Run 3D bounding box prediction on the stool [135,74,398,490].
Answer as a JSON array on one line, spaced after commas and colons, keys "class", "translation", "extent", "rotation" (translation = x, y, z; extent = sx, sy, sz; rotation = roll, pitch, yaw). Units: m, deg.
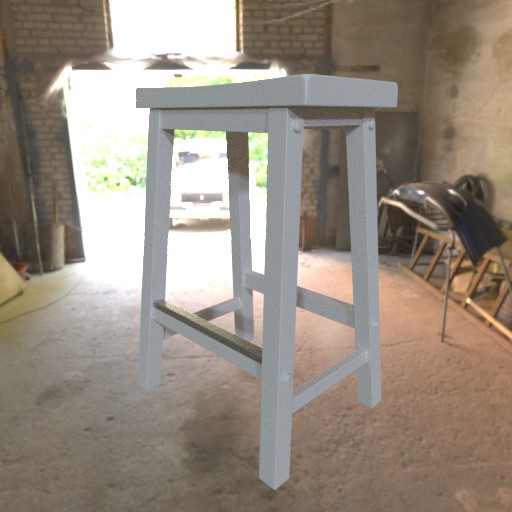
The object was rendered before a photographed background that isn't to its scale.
[{"class": "stool", "translation": [0.000, 0.000, 0.846], "extent": [0.322, 0.610, 0.406], "rotation": [-17, 24, -42]}]
